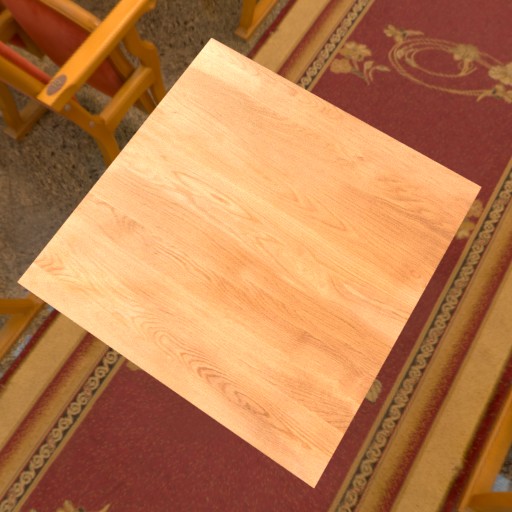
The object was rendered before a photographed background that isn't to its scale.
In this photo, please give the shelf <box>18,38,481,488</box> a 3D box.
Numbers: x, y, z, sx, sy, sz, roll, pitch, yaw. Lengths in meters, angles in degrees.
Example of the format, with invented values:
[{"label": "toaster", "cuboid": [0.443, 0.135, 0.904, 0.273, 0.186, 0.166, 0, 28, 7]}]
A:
[{"label": "shelf", "cuboid": [0.000, 0.000, 1.418, 0.899, 0.480, 0.899, 32, 78, 8]}]
